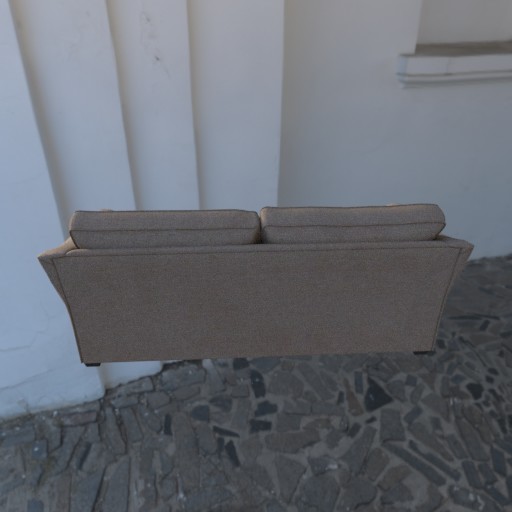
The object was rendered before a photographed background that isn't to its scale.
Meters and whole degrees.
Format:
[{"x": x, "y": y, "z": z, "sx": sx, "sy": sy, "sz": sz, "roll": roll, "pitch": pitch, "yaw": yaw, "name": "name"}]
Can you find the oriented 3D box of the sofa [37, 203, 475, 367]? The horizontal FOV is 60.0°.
[{"x": 0.000, "y": 0.000, "z": 2.809, "sx": 2.270, "sy": 0.906, "sz": 0.986, "roll": -1, "pitch": 29, "yaw": -3, "name": "sofa"}]
